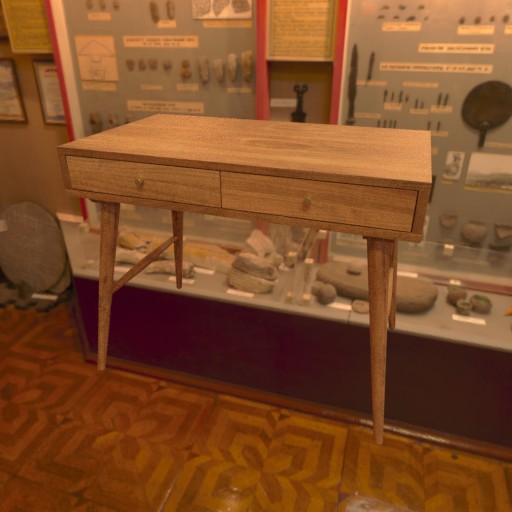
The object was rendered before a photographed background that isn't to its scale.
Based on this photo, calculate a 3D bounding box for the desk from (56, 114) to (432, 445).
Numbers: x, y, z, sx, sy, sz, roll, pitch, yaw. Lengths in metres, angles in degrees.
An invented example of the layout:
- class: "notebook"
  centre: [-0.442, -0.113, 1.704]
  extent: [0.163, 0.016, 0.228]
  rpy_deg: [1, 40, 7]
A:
- class: "desk"
  centre: [0.000, 0.000, 1.446]
  extent: [0.949, 0.758, 0.588]
  rpy_deg: [9, 29, 17]
